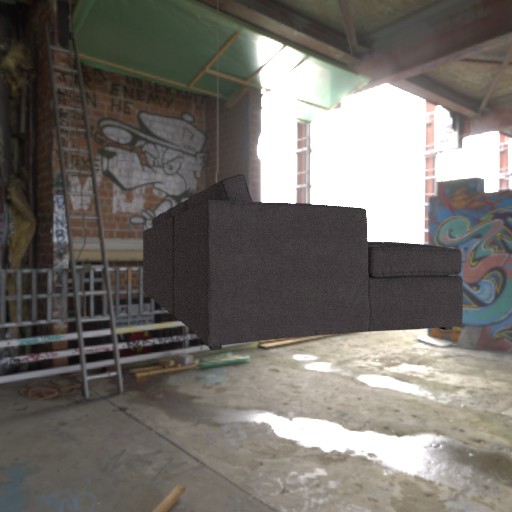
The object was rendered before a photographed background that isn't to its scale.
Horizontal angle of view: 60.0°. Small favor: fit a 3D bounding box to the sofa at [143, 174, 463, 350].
[{"bbox_3d":[0.000,0.000,3.916,1.650,0.922,3.205,0,0,-20],"label":"sofa"}]
